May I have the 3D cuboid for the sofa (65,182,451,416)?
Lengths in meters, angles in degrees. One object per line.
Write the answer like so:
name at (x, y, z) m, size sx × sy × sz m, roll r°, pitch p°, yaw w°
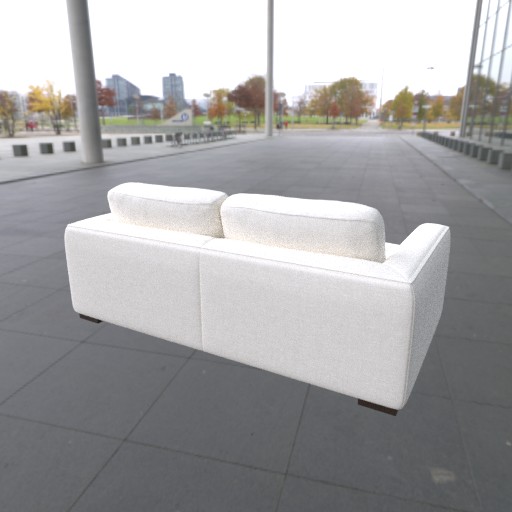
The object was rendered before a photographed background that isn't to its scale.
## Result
sofa at (0.000, 0.000, 2.497) m, size 1.920 × 0.801 × 1.069 m, roll 10°, pitch 19°, yaw 28°
